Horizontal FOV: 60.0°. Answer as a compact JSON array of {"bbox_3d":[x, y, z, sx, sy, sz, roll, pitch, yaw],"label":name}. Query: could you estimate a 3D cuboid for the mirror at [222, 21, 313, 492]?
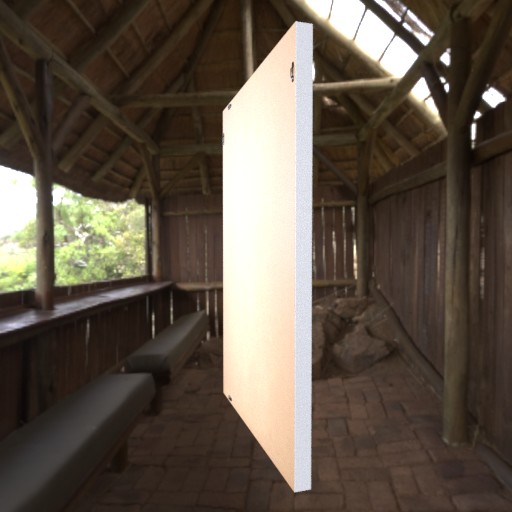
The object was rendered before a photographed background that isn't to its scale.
[{"bbox_3d":[0.000,0.000,1.155,0.041,0.914,0.609,-1,2,-17],"label":"mirror"}]
